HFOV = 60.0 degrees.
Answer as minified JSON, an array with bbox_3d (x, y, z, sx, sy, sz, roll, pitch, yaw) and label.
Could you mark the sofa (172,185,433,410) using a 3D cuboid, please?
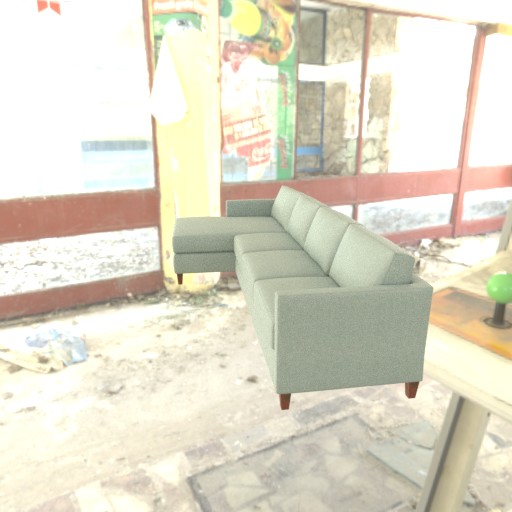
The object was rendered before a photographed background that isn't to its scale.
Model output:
[{"bbox_3d":[0.000,0.000,4.129,1.600,0.953,3.470,-2,16,-8],"label":"sofa"}]
